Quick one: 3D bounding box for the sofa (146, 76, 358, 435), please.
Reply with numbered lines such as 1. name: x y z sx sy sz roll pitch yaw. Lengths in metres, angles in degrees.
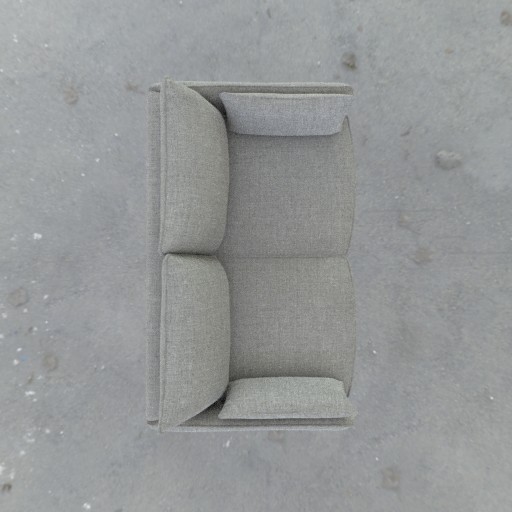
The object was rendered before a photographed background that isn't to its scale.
1. sofa: 0.000 0.000 2.114 0.972 0.851 1.580 0 89 0
